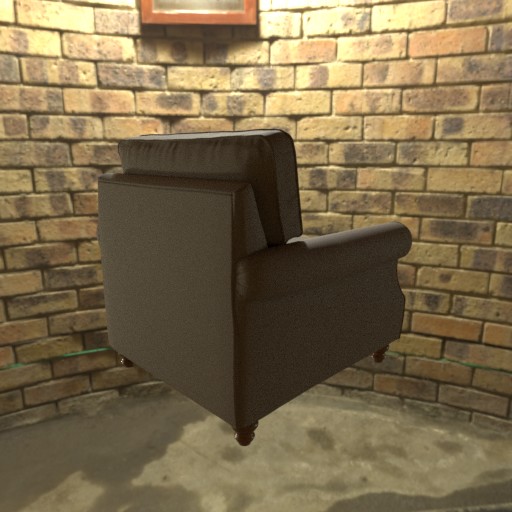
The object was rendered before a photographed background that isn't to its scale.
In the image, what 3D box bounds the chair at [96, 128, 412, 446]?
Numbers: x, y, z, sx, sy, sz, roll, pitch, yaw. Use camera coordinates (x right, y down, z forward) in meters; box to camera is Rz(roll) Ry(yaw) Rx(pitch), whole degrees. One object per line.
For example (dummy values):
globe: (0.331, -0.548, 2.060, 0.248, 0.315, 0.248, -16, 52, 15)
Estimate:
chair: (0.000, 0.000, 1.819, 0.966, 0.967, 1.029, -13, 18, -43)
